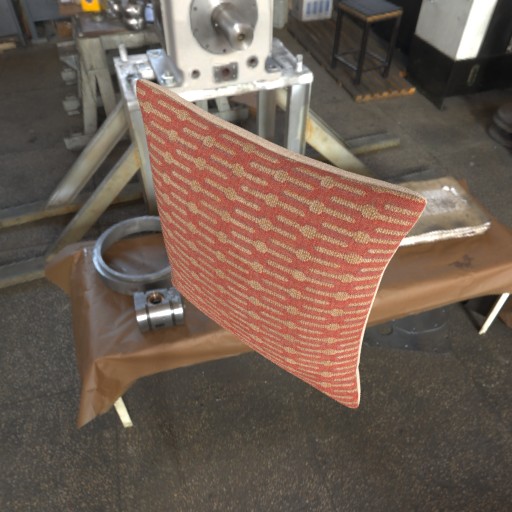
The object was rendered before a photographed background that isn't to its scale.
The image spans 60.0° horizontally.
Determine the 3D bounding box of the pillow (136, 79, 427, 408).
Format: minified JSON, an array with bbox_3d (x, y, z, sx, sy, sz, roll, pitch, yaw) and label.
[{"bbox_3d":[0.000,0.000,0.792,0.511,0.503,0.182,30,53,26],"label":"pillow"}]
